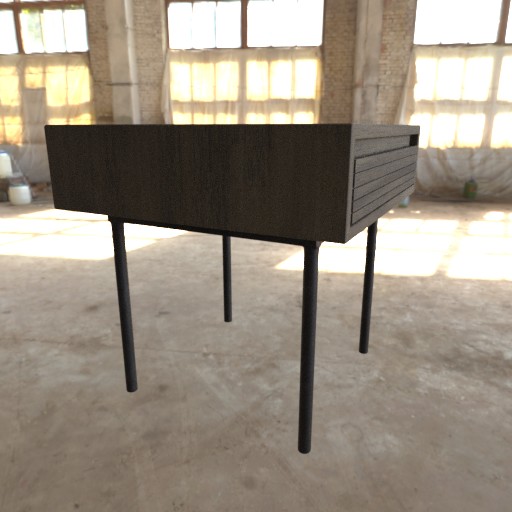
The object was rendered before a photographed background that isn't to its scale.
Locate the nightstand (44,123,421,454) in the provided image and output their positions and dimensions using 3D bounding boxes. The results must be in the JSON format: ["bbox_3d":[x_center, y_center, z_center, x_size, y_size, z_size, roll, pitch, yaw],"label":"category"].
[{"bbox_3d":[0.000,0.000,0.876,0.503,0.497,0.502,8,18,27],"label":"nightstand"}]
